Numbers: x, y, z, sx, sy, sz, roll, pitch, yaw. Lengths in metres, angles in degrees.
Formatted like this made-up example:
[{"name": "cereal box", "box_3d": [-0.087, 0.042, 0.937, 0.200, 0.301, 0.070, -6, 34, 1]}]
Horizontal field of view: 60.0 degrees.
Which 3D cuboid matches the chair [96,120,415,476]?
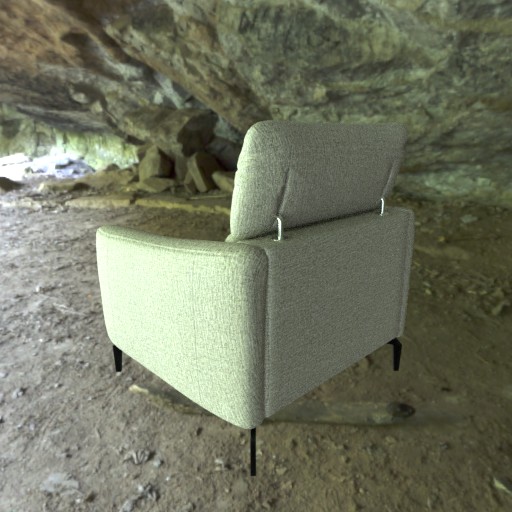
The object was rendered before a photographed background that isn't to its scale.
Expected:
[{"name": "chair", "box_3d": [0.000, 0.000, 1.680, 0.972, 0.967, 0.835, -15, 22, -42]}]
